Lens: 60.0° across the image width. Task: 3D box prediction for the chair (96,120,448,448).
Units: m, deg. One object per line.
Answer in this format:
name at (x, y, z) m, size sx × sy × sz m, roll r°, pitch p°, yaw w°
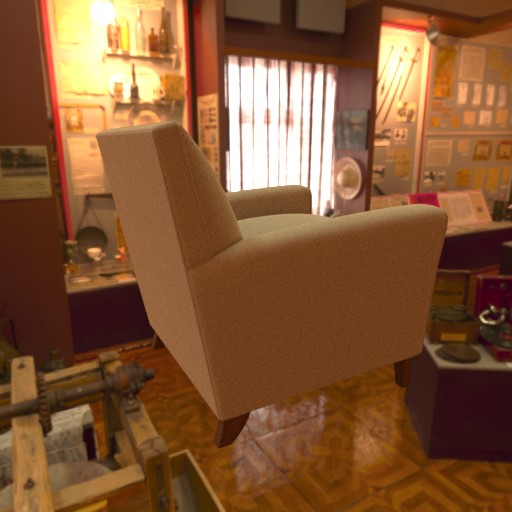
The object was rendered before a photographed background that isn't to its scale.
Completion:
chair at (0.000, 0.000, 1.521) m, size 0.871 × 0.846 × 0.840 m, roll -7°, pitch 16°, yaw -27°
